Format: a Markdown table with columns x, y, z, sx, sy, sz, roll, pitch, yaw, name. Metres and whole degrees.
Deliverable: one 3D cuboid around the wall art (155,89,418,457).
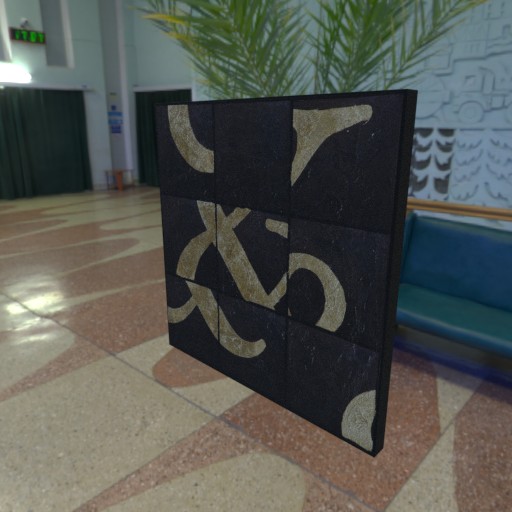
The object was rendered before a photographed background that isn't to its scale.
| x | y | z | sx | sy | sz | roll | pitch | yaw | name |
| --- | --- | --- | --- | --- | --- | --- | --- | --- | --- |
| 0.000 | 0.000 | 1.130 | 0.758 | 0.758 | 0.044 | 15 | 22 | 42 | wall art |
